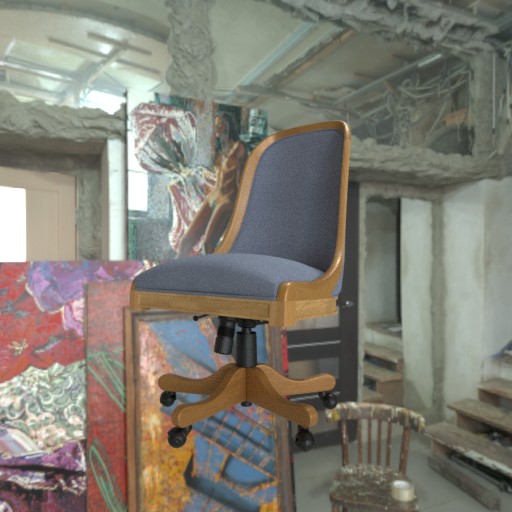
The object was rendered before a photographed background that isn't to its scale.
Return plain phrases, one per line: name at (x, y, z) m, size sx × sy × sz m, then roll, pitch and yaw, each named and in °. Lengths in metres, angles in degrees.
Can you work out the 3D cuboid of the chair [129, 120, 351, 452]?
chair at (0.000, 0.000, 1.457) m, size 0.605 × 1.031 × 0.735 m, roll 0°, pitch 0°, yaw 36°
